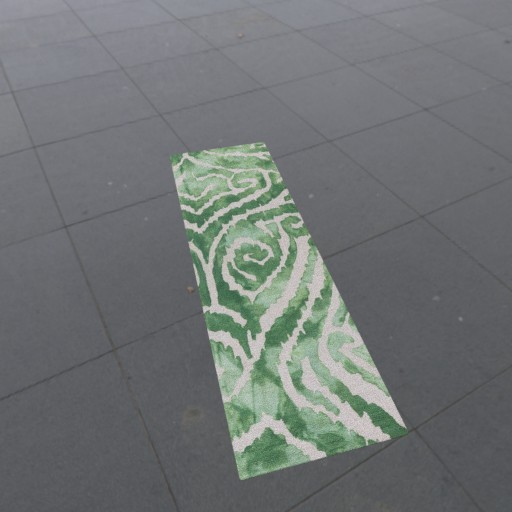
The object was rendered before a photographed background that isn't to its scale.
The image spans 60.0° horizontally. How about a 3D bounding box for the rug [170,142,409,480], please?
[{"bbox_3d":[0.000,0.000,2.698,0.761,0.006,2.438,-11,47,-10],"label":"rug"}]
